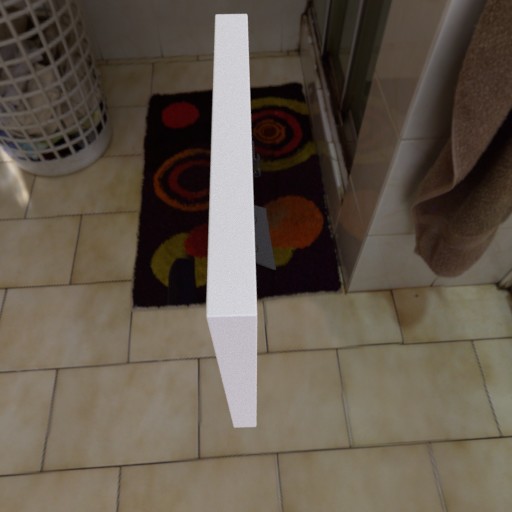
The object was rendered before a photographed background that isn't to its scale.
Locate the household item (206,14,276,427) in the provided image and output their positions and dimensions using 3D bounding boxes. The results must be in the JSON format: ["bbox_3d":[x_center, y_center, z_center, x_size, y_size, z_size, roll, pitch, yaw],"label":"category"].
[{"bbox_3d":[0.000,0.000,0.330,0.045,0.250,0.200,-1,60,-1],"label":"household item"}]
